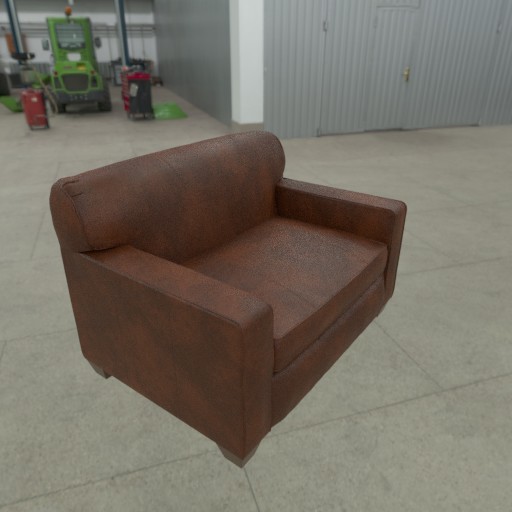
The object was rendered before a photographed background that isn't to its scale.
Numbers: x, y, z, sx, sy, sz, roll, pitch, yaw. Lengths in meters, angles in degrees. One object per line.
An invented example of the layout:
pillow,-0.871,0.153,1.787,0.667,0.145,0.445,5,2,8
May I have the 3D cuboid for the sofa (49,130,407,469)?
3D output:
sofa,0.000,0.000,2.095,1.000,0.956,1.413,18,31,33
